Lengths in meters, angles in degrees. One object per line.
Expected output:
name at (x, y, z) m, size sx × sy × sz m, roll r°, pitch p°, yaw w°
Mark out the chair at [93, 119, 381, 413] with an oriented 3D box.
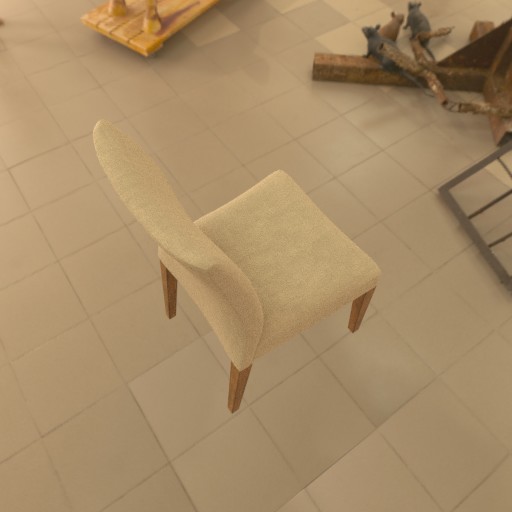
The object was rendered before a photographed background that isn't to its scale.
chair at (0.000, 0.000, 1.270) m, size 0.585 × 0.940 × 0.496 m, roll -31°, pitch 63°, yaw -18°
